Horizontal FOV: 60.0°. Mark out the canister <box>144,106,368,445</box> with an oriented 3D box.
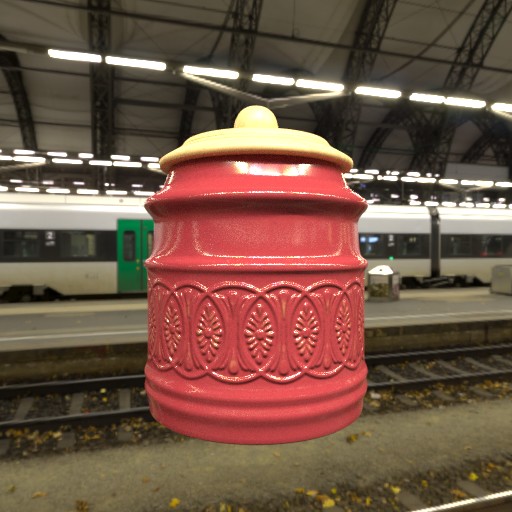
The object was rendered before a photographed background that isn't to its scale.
[{"bbox_3d":[0.000,0.000,0.264,0.130,0.176,0.130,0,1,0],"label":"canister"}]
